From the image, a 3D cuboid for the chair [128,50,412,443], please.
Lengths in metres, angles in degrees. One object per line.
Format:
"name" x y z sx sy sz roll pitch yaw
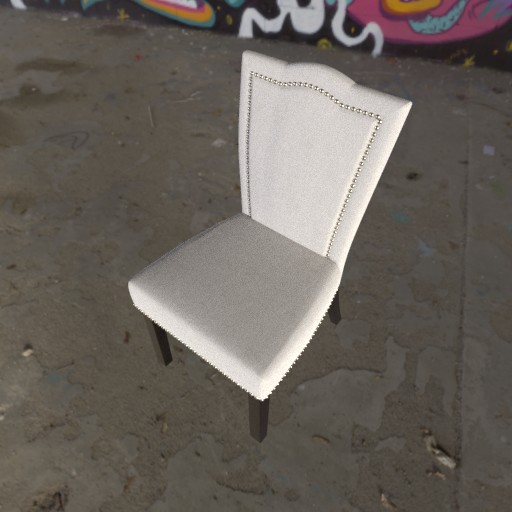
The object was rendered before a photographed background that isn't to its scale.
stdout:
"chair" 0.000 0.000 1.298 0.518 0.946 0.589 30 53 26
